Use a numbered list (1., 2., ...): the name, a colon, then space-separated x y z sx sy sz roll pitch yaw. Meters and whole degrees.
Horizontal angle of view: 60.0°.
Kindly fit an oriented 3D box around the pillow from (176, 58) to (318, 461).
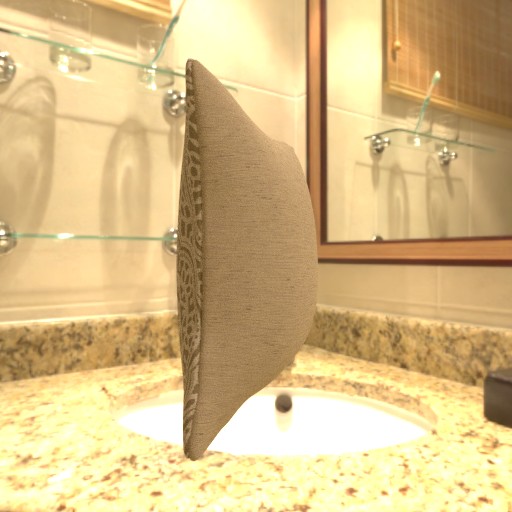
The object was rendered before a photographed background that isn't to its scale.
1. pillow: 0.000 0.000 0.658 0.167 0.421 0.438 0 0 18
